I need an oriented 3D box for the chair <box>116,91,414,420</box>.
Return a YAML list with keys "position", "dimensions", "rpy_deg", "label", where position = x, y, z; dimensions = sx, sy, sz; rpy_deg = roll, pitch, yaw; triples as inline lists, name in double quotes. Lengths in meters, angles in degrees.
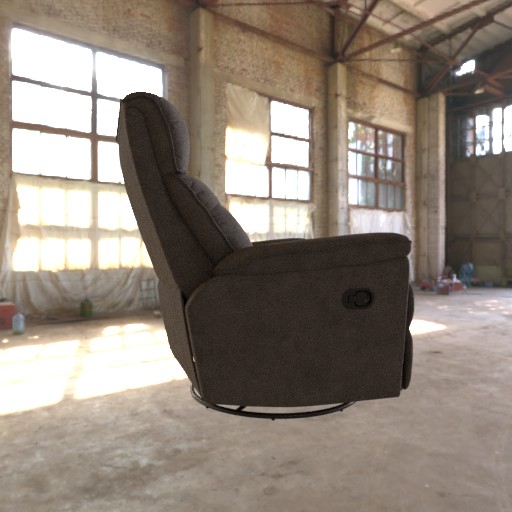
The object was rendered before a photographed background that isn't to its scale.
- position: [0.000, 0.000, 1.697]
  dimensions: [1.009, 1.036, 0.830]
  rpy_deg: [0, 1, -19]
  label: "chair"
